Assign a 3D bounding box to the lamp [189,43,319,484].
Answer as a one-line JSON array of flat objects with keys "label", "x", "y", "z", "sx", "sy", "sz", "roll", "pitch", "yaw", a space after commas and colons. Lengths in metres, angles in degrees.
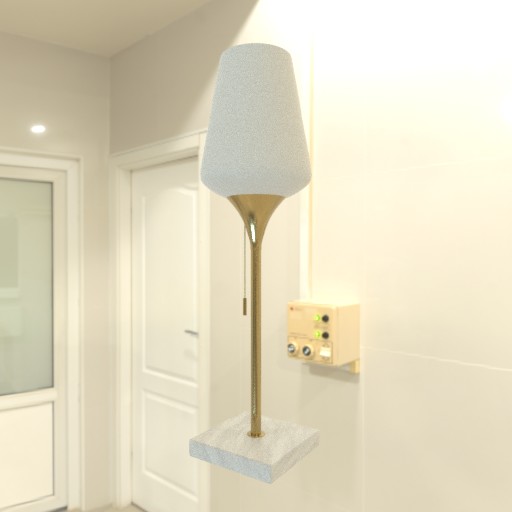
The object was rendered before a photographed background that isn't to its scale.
[{"label": "lamp", "x": 0.000, "y": 0.000, "z": 0.723, "sx": 0.181, "sy": 0.639, "sz": 0.181, "roll": 0, "pitch": 1, "yaw": 34}]
